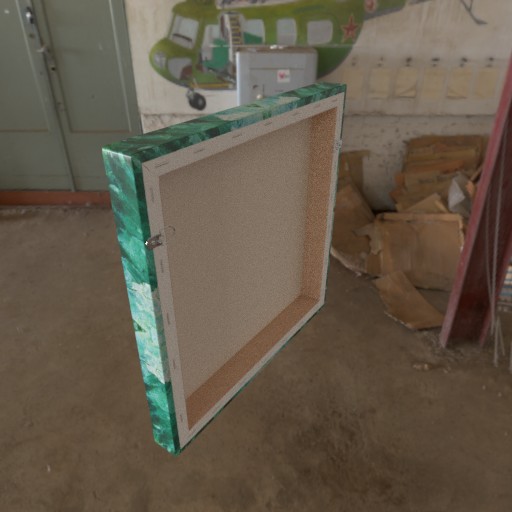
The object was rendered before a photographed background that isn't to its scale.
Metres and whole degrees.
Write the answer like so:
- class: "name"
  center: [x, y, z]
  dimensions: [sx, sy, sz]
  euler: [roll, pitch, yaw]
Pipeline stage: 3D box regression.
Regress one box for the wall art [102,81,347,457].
- class: "wall art"
  center: [0.000, 0.000, 0.481]
  dimensions: [0.033, 0.313, 0.313]
  euler: [20, 36, 30]
